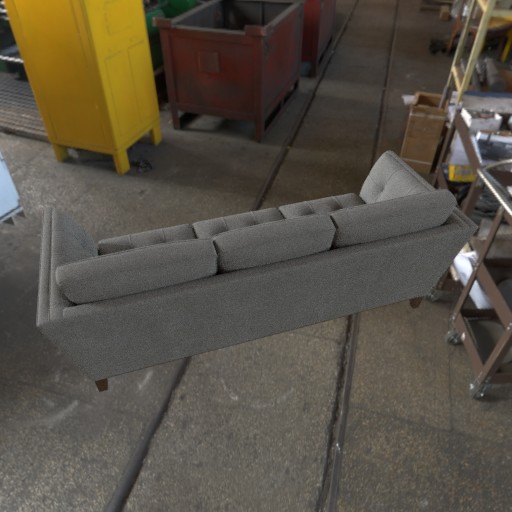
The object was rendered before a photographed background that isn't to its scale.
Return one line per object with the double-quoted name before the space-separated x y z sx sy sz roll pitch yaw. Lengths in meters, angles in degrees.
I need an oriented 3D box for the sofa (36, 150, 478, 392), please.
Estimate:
"sofa" 0.000 0.000 2.805 2.387 0.940 0.965 -12 42 -13
